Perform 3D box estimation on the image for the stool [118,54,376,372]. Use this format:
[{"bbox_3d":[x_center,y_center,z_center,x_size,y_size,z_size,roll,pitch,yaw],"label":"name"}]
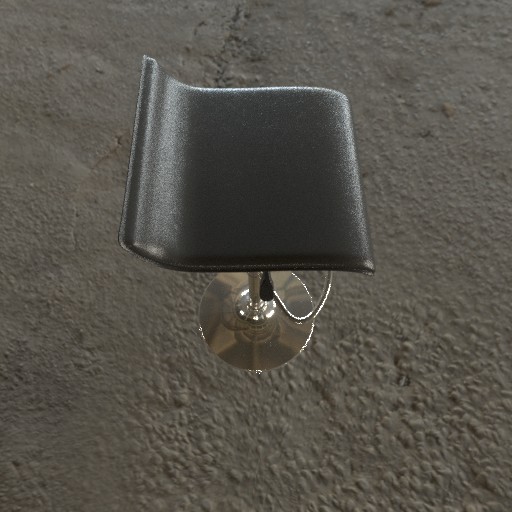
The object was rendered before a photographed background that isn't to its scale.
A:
[{"bbox_3d":[0.000,0.000,1.060,0.381,0.851,0.381,-1,64,0],"label":"stool"}]
